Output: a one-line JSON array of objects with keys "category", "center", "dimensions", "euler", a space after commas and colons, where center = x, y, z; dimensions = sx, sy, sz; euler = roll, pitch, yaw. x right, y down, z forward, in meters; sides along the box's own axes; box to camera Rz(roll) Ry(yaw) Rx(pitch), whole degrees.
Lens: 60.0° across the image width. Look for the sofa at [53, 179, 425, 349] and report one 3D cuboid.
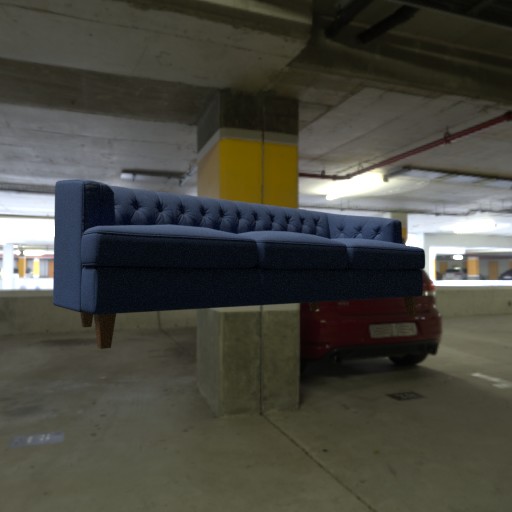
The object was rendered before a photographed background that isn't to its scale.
[{"category": "sofa", "center": [0.000, 0.000, 2.672], "dimensions": [2.235, 0.787, 0.914], "euler": [2, -3, -38]}]
